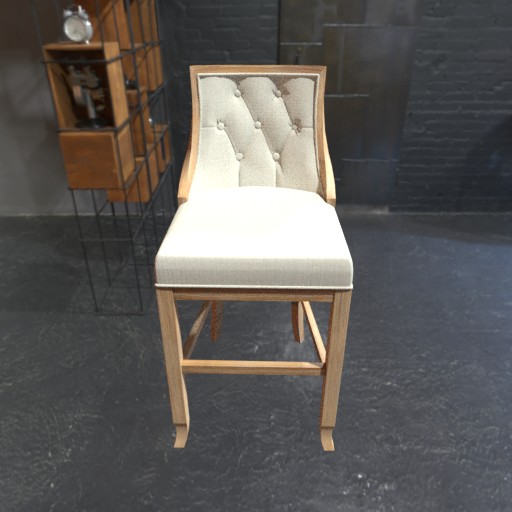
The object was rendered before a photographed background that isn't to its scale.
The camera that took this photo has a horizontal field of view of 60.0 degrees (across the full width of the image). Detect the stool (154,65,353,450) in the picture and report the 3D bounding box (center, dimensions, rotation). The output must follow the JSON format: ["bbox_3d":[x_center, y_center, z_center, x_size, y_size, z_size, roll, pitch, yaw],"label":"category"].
[{"bbox_3d":[0.000,0.000,1.454,0.524,1.101,0.626,1,29,1],"label":"stool"}]
